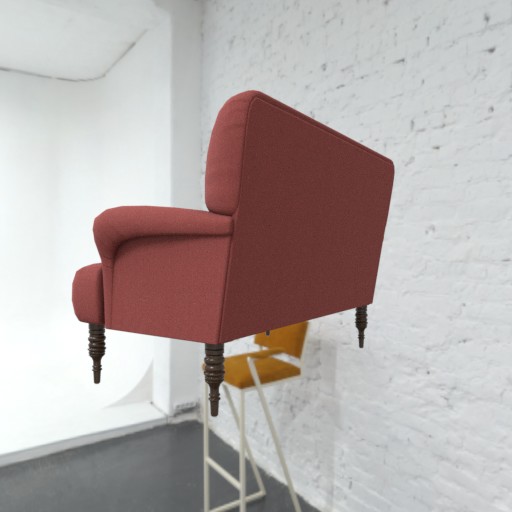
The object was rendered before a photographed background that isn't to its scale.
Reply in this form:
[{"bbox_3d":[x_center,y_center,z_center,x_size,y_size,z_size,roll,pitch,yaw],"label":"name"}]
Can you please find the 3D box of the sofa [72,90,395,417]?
[{"bbox_3d":[0.000,0.000,1.817,0.779,0.889,1.297,0,1,35],"label":"sofa"}]
